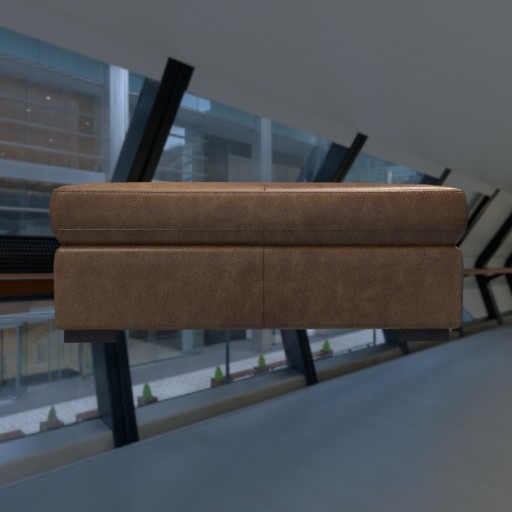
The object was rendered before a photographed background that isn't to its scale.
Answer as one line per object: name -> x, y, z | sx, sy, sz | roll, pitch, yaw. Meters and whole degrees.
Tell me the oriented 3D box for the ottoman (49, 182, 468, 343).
ottoman -> 0.000, 0.000, 1.796 | 1.168, 0.483, 1.169 | 0, 0, -1
